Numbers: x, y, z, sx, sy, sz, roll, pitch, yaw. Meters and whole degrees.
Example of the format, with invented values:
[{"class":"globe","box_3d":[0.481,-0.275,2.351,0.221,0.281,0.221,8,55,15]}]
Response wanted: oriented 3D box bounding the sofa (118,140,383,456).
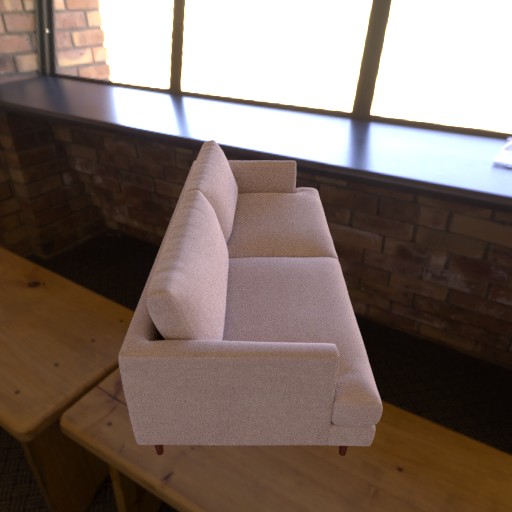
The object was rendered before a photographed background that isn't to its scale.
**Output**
[{"class":"sofa","box_3d":[0.000,0.000,2.691,1.020,0.868,2.250,0,31,0]}]
